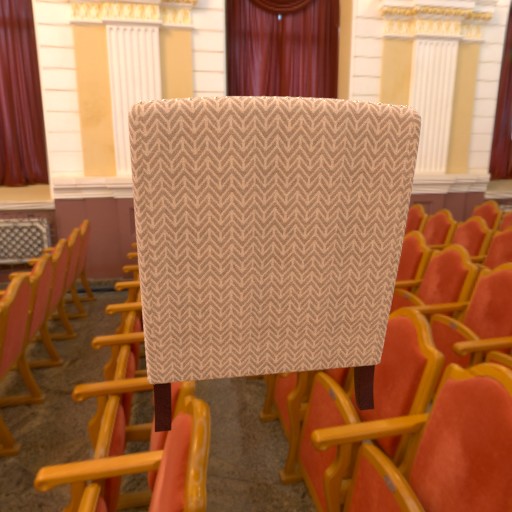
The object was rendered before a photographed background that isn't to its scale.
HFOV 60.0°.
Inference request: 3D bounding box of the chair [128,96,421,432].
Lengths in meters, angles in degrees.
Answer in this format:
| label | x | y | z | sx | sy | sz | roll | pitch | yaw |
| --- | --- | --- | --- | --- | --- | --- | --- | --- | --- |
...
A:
| label | x | y | z | sx | sy | sz | roll | pitch | yaw |
| --- | --- | --- | --- | --- | --- | --- | --- | --- | --- |
| chair | 0.000 | 0.000 | 1.295 | 0.623 | 0.816 | 0.651 | -2 | 13 | -10 |
